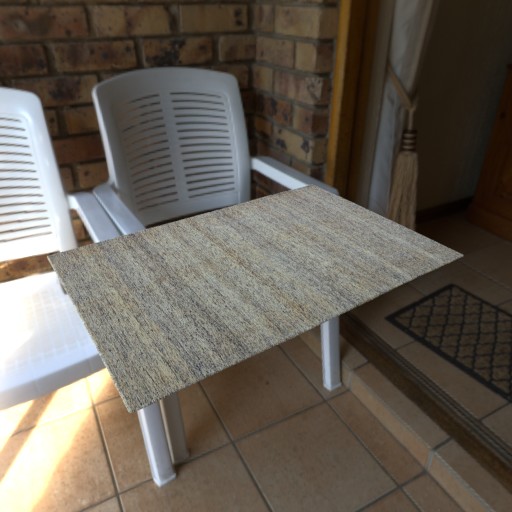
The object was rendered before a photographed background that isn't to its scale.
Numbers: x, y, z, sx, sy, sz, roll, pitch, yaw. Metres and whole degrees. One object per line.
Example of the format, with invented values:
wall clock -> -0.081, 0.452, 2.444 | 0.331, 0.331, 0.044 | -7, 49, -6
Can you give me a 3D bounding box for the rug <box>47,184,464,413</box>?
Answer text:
rug -> 0.000, 0.000, 2.355 | 1.846, 0.014, 1.243 | -19, 35, -29
